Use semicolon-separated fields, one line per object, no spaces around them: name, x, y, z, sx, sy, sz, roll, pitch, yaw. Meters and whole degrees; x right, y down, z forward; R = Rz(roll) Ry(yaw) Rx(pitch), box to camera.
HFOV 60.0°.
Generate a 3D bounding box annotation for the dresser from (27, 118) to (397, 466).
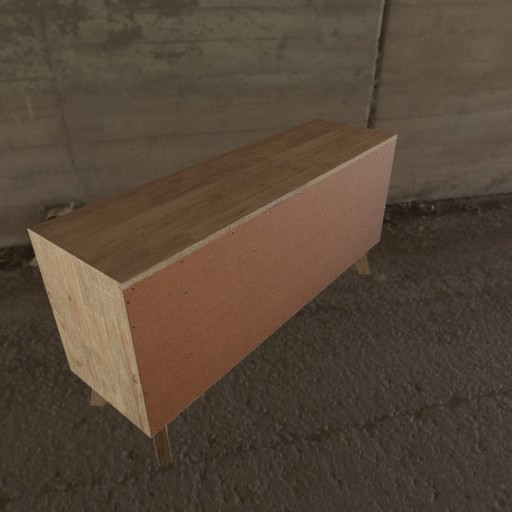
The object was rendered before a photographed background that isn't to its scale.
dresser;0.000;0.000;1.934;0.455;0.788;1.602;23;39;32
